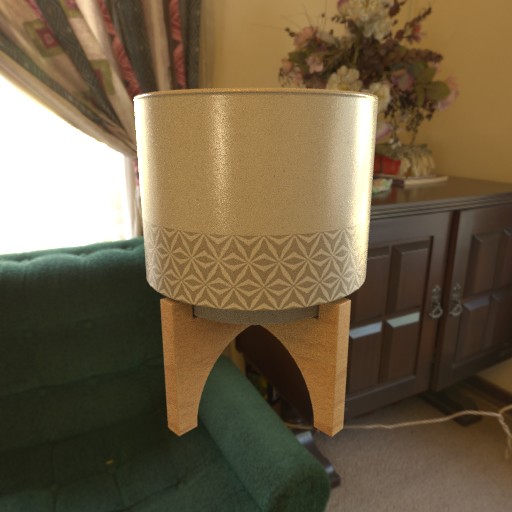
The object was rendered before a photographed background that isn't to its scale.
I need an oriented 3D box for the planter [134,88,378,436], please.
[{"bbox_3d":[0.000,0.000,0.512,0.249,0.343,0.249,0,16,0],"label":"planter"}]
